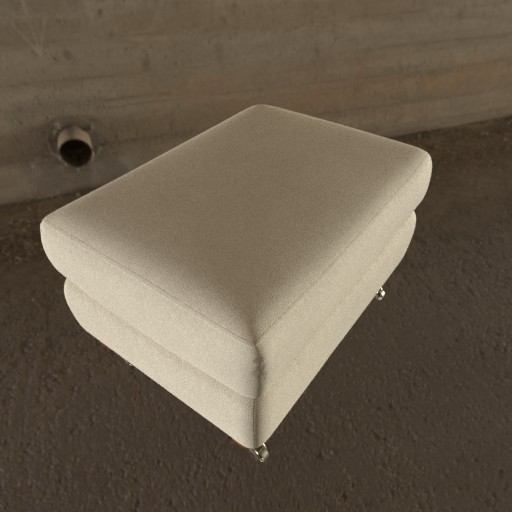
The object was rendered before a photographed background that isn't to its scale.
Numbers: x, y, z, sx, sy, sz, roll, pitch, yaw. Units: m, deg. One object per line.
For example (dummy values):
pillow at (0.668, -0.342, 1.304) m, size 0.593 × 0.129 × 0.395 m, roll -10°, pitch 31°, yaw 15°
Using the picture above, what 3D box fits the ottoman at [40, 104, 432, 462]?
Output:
ottoman at (0.000, 0.000, 1.116) m, size 0.569 × 0.499 × 0.773 m, roll 26°, pitch 47°, yaw 27°
